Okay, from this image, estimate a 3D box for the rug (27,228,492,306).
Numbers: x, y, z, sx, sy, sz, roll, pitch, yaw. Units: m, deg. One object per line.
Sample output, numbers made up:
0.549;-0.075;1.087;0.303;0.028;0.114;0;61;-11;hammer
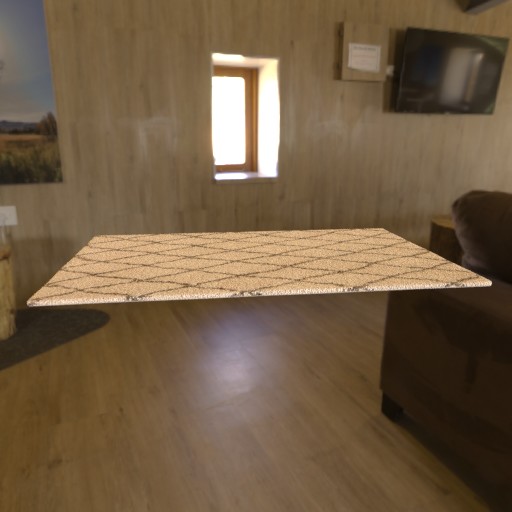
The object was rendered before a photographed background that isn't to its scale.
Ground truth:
0.000;0.000;3.019;2.438;0.030;1.524;-2;15;-7;rug
